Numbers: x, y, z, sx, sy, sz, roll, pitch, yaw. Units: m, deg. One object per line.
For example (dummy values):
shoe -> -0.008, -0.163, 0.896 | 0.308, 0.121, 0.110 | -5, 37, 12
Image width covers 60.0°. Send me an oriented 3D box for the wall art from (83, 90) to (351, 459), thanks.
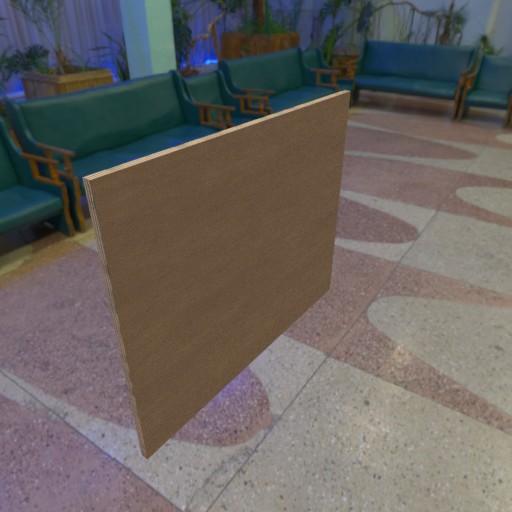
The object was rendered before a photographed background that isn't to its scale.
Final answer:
wall art -> 0.000, 0.000, 0.681 | 0.012, 0.408, 0.508 | 22, 37, 31
